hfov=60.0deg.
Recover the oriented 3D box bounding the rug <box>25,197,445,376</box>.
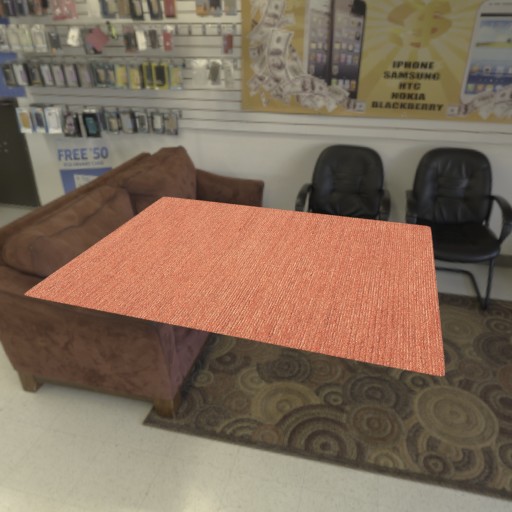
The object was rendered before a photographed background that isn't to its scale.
[{"bbox_3d":[0.000,0.000,2.756,2.112,0.009,1.594,8,29,15],"label":"rug"}]
